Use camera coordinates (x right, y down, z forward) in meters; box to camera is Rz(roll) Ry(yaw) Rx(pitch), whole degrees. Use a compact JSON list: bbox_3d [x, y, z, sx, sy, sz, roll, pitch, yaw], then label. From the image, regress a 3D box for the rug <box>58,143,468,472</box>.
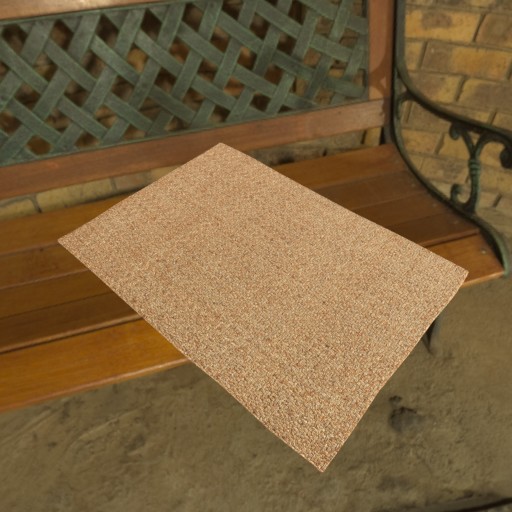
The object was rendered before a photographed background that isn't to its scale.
[{"bbox_3d":[0.000,0.000,2.784,2.141,0.013,1.566,33,55,27],"label":"rug"}]
